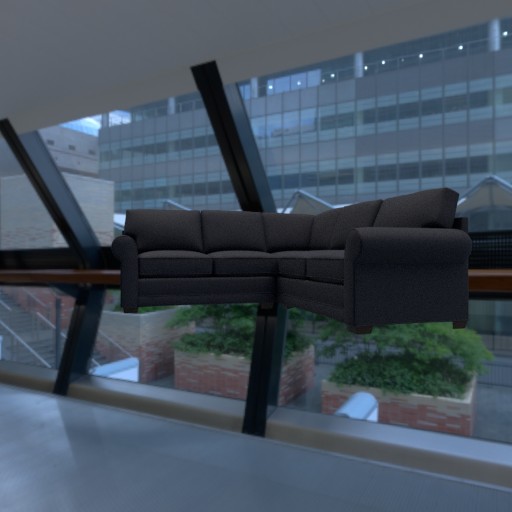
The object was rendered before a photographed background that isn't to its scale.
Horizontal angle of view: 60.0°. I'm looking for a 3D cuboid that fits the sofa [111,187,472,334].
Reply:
[{"bbox_3d":[0.000,0.000,3.959,2.487,1.042,2.562,0,0,-17],"label":"sofa"}]
